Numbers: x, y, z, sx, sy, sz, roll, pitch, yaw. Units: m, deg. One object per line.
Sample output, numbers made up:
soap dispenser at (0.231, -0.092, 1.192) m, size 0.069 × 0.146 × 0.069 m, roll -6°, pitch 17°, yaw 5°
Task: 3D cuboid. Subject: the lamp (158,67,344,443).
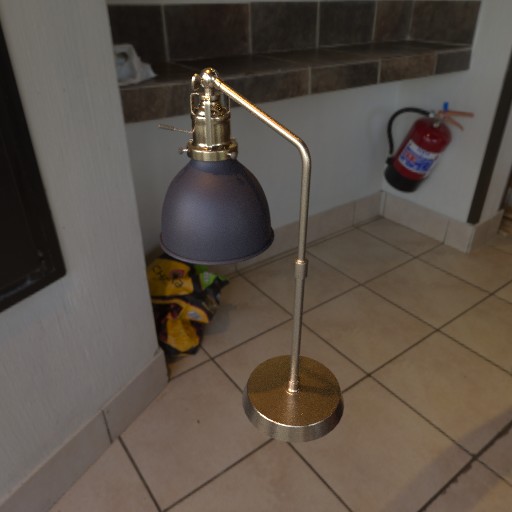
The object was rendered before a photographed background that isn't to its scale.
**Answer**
lamp at (0.000, 0.000, 0.591) m, size 0.291 × 0.456 × 0.160 m, roll 20°, pitch 36°, yaw 29°
